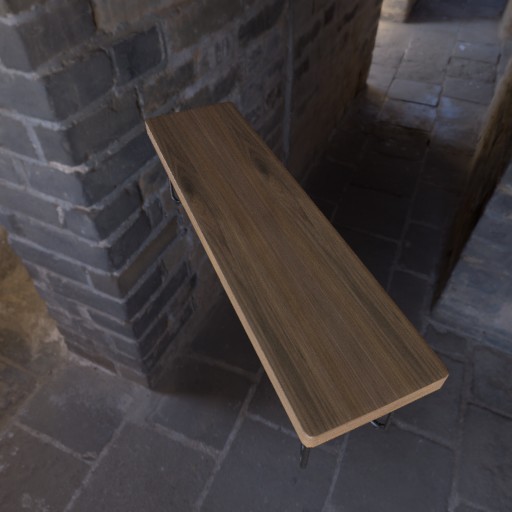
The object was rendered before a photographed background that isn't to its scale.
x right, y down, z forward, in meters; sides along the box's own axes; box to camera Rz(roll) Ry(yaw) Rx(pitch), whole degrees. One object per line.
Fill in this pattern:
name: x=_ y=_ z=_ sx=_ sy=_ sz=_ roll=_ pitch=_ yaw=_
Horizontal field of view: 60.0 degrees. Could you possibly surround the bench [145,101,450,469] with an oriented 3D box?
bench: x=0.000 y=0.000 z=1.740 sx=0.425 sy=0.462 sz=1.570 roll=-18 pitch=49 yaw=-16
